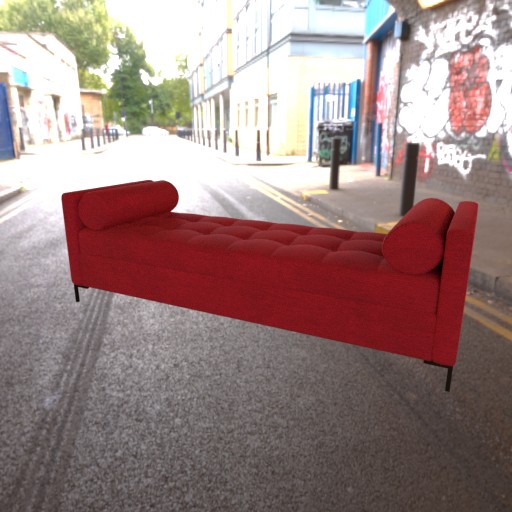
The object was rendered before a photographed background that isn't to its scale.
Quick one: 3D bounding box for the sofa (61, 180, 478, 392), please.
[{"bbox_3d":[0.000,0.000,2.284,1.981,0.635,0.686,8,18,26],"label":"sofa"}]
